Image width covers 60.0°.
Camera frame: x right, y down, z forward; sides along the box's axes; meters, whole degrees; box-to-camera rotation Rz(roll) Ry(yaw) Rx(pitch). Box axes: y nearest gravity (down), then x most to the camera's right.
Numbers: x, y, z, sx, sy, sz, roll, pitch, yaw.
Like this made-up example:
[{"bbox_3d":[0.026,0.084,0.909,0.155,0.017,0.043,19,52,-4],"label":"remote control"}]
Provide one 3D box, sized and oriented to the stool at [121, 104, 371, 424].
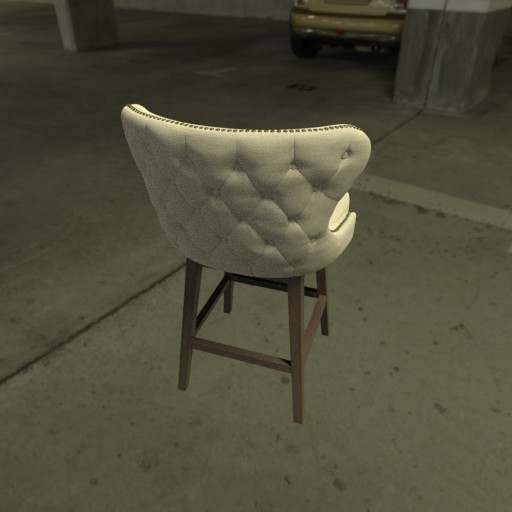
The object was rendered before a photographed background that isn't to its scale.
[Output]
[{"bbox_3d":[0.000,0.000,1.383,0.615,0.972,0.597,10,35,16],"label":"stool"}]
